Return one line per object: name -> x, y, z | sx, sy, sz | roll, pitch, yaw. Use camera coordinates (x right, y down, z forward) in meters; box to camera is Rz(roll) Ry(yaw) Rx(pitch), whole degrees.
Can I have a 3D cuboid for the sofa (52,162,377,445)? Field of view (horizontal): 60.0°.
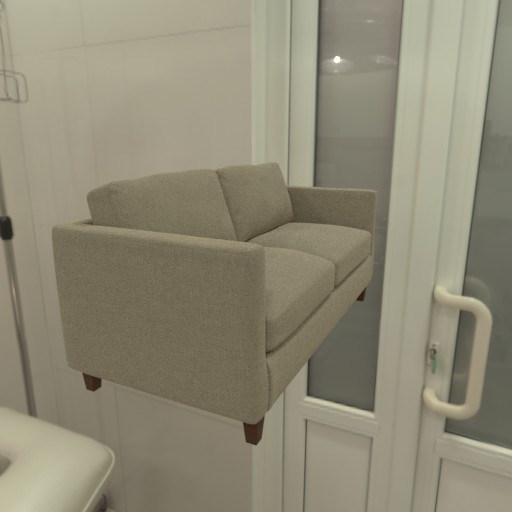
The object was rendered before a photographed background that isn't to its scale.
sofa -> 0.000, 0.000, 2.439 | 0.951, 0.947, 1.884 | 7, 16, 25
